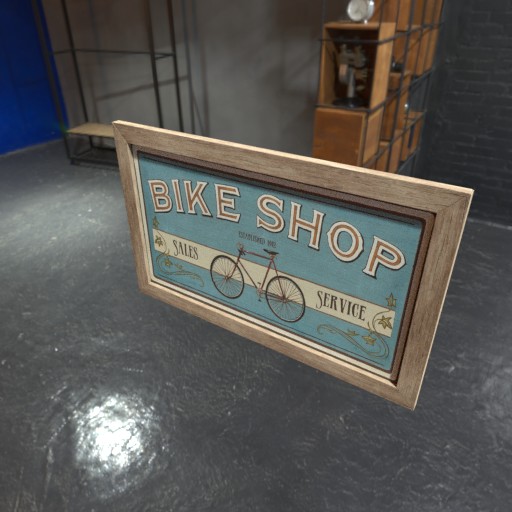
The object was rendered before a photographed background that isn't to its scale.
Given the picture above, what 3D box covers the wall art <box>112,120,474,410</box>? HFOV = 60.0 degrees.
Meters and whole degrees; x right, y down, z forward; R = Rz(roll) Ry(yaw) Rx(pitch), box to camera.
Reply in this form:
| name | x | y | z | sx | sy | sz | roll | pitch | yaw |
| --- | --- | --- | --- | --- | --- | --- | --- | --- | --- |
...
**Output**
| name | x | y | z | sx | sy | sz | roll | pitch | yaw |
| --- | --- | --- | --- | --- | --- | --- | --- | --- | --- |
| wall art | 0.000 | 0.000 | 0.974 | 0.780 | 0.480 | 0.021 | 18 | 36 | 28 |
